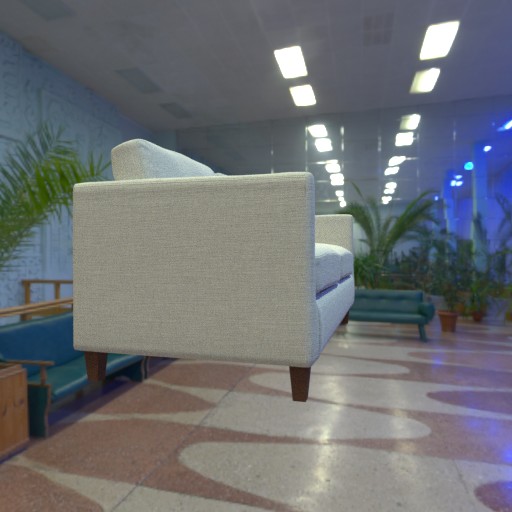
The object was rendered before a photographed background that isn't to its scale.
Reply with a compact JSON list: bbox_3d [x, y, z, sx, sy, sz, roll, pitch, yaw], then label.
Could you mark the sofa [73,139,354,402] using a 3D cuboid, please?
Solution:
[{"bbox_3d":[0.000,0.000,2.422,0.950,0.963,1.838,0,1,16],"label":"sofa"}]
